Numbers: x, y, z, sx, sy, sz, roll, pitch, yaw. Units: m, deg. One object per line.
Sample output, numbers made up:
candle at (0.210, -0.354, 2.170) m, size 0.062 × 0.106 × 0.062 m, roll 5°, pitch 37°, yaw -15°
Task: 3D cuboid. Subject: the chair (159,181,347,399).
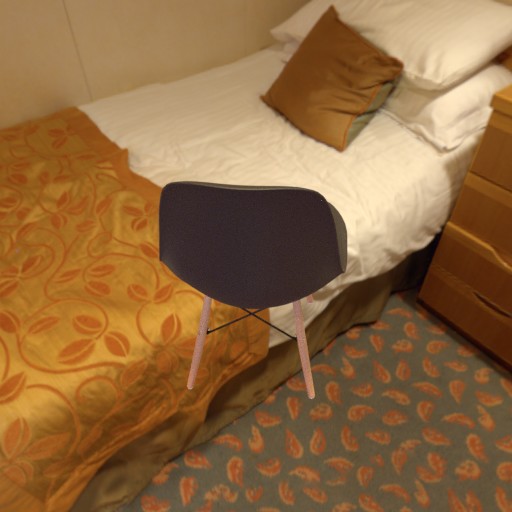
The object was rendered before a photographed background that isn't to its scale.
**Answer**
chair at (0.000, 0.000, 1.153) m, size 0.470 × 0.825 × 0.533 m, roll 4°, pitch 45°, yaw 4°
